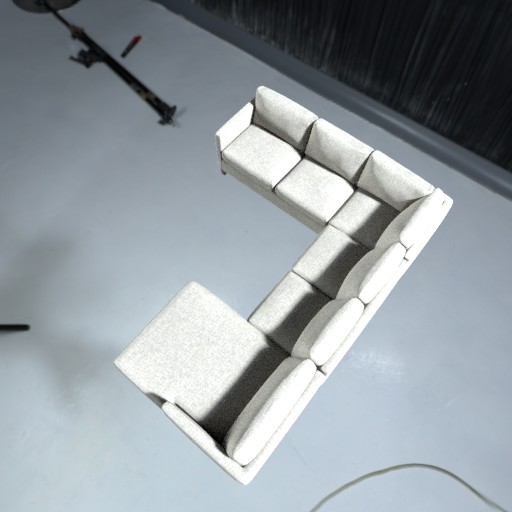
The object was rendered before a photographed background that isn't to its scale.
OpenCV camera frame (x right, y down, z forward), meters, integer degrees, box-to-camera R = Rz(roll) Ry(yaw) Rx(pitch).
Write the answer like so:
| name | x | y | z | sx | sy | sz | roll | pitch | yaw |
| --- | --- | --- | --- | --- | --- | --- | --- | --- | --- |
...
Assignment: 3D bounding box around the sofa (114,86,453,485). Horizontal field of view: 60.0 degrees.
| name | x | y | z | sx | sy | sz | roll | pitch | yaw |
| --- | --- | --- | --- | --- | --- | --- | --- | --- | --- |
| sofa | 0.000 | 0.000 | 4.610 | 2.593 | 0.959 | 3.460 | 36 | 69 | 16 |
